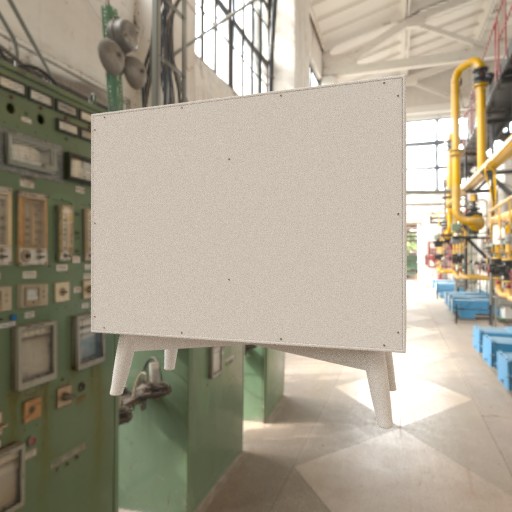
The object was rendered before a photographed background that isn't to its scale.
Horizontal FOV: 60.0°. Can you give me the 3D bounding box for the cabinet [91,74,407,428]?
[{"bbox_3d":[0.000,0.000,1.246,0.800,0.761,0.398,0,0,19],"label":"cabinet"}]
